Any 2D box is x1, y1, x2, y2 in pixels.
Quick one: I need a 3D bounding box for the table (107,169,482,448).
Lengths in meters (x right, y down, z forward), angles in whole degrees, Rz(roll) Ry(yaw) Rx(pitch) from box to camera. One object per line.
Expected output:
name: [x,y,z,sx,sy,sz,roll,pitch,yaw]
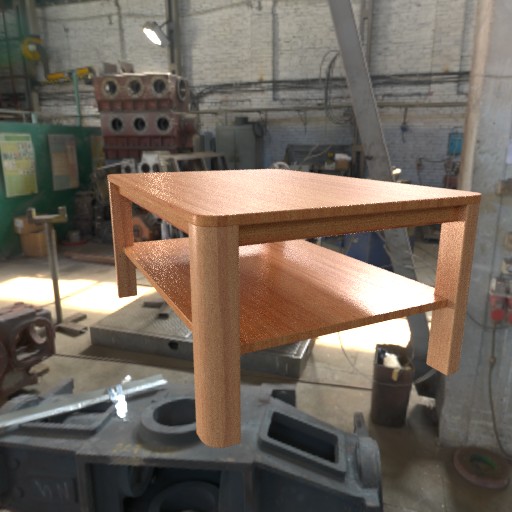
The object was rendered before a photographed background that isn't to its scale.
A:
table: [0.000,0.000,1.347,0.696,0.445,0.997,-7,16,-26]
